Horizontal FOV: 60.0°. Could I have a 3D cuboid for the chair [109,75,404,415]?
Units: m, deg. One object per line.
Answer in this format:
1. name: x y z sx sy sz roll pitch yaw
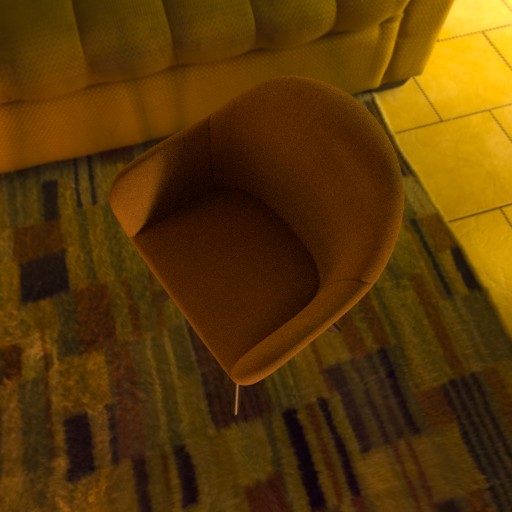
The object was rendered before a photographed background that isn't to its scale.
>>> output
1. chair: 0.000 0.000 1.183 0.550 0.795 0.590 -35 69 -15
